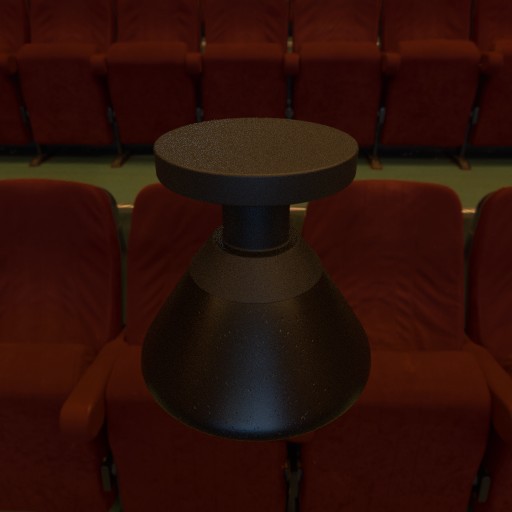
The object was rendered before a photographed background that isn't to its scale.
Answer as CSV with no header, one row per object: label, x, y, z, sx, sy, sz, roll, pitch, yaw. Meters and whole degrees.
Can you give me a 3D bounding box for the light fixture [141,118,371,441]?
light fixture,0.000,0.000,0.350,0.200,0.183,0.200,0,30,0
